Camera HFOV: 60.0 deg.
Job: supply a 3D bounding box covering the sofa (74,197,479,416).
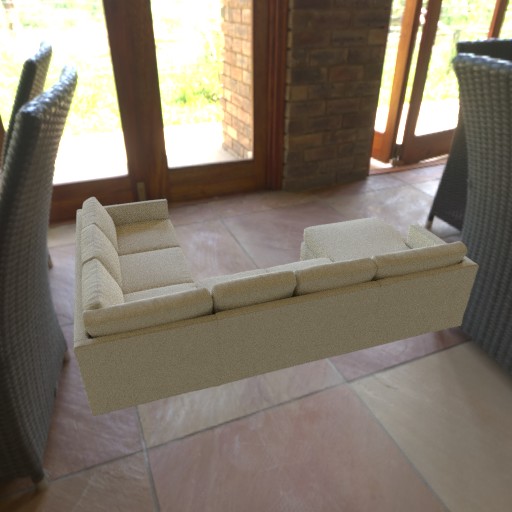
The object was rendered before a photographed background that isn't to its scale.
[{"bbox_3d":[0.000,0.000,4.603,3.464,0.882,2.448,-10,32,-16],"label":"sofa"}]
